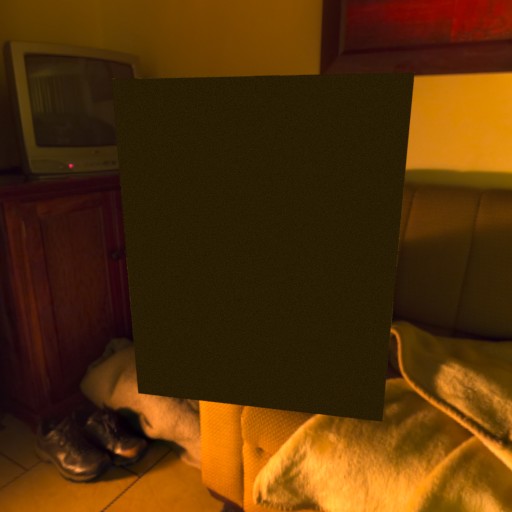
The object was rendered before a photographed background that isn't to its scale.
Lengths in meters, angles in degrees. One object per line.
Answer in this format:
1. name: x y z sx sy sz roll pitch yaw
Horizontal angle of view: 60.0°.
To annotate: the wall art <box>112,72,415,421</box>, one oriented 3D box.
1. wall art: 0.000 0.000 0.808 0.489 0.608 0.040 3 16 10
